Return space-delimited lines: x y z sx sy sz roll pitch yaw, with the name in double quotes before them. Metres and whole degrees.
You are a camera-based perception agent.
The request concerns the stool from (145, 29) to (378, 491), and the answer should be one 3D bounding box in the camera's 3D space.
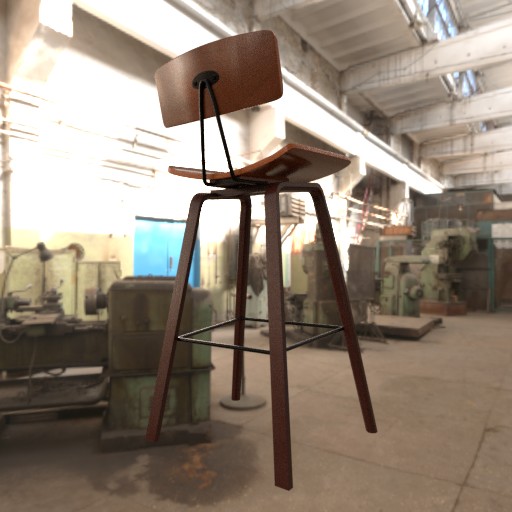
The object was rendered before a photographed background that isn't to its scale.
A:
"stool" 0.000 0.000 1.198 0.509 0.969 0.440 0 -1 36
